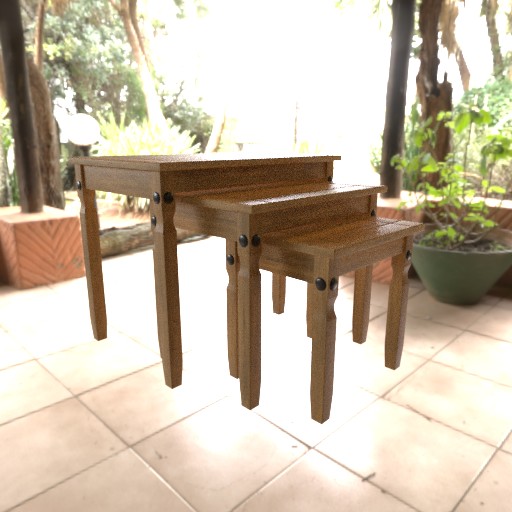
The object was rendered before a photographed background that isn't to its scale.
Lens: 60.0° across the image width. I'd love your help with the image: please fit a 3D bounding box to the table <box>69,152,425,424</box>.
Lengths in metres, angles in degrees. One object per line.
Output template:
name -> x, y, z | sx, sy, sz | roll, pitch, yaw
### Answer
table -> 0.000, 0.000, 1.232 | 0.773, 0.535, 0.660 | 14, 20, 43
